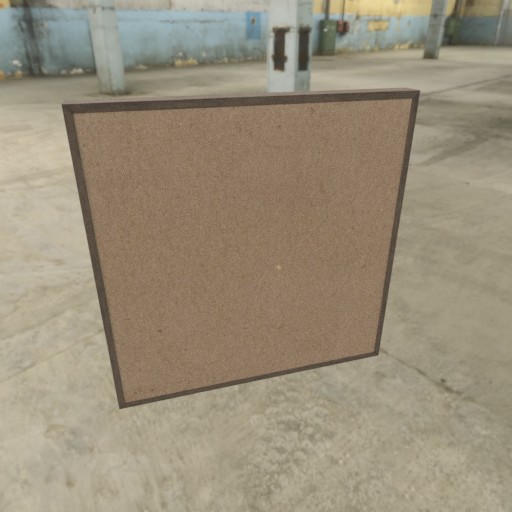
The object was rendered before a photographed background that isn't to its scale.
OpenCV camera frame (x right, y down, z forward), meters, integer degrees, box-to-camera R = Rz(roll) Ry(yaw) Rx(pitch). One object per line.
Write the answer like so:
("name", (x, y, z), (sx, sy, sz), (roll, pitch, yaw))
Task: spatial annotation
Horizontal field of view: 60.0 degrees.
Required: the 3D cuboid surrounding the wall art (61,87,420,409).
("wall art", (0.000, 0.000, 0.738), (0.508, 0.508, 0.038), (-8, 28, -15))
